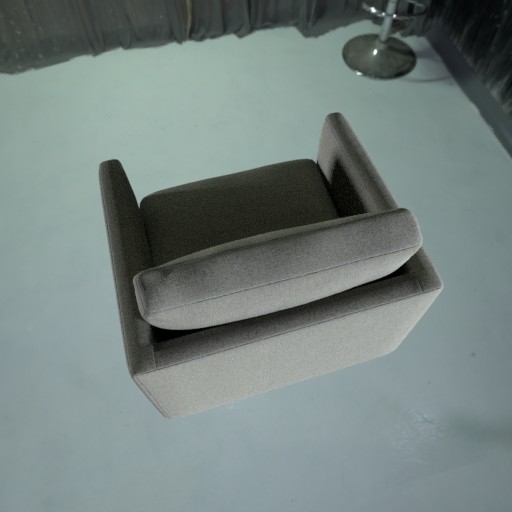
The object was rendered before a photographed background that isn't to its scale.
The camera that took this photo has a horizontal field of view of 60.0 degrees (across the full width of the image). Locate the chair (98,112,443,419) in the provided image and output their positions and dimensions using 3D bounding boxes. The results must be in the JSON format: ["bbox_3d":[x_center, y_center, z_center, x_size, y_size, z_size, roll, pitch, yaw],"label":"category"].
[{"bbox_3d":[0.000,0.000,1.882,1.107,0.963,0.959,-14,60,-9],"label":"chair"}]
